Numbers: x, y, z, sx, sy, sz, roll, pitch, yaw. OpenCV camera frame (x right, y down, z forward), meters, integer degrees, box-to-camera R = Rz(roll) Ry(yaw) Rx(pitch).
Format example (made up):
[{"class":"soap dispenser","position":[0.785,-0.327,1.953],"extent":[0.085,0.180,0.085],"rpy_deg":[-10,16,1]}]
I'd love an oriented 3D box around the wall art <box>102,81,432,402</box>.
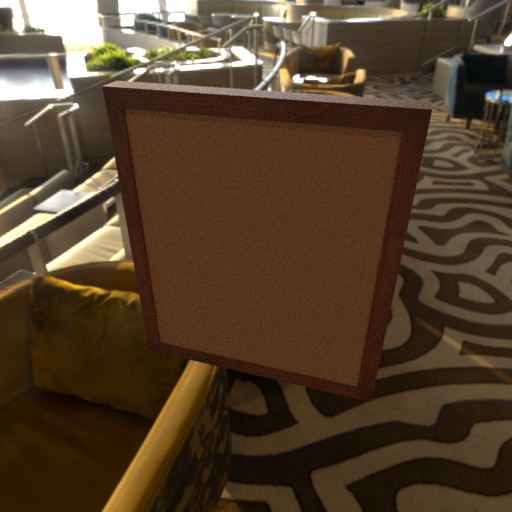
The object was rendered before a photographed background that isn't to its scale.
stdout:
[{"class":"wall art","position":[0.000,0.000,0.541],"extent":[0.330,0.381,0.030],"rpy_deg":[9,34,14]}]
